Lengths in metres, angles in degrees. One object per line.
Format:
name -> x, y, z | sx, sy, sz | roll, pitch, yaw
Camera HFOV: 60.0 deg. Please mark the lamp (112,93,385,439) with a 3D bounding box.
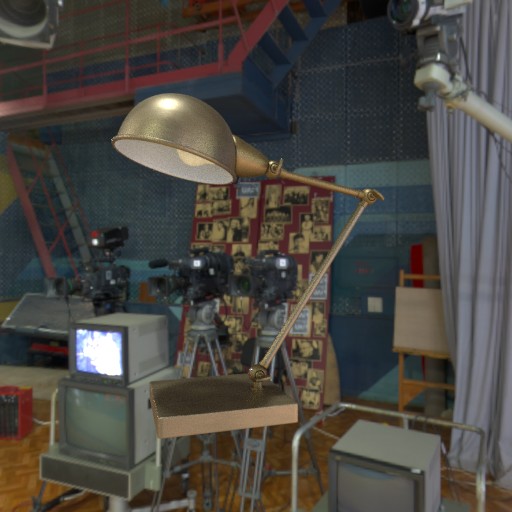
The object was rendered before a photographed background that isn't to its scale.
lamp -> 0.000, 0.000, 0.548 | 0.339, 0.371, 0.149 | 0, 0, -17
